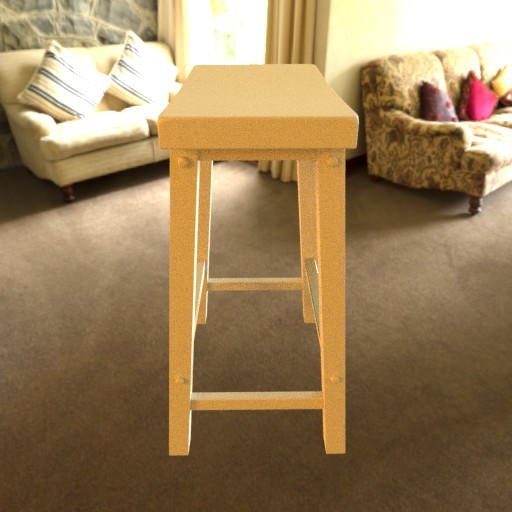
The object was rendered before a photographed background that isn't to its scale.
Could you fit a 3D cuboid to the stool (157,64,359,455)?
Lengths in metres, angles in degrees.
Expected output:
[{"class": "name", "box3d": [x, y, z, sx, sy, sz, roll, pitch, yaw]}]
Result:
[{"class": "stool", "box3d": [0.000, 0.000, 0.829, 0.322, 0.610, 0.406, 0, 31, -1]}]
